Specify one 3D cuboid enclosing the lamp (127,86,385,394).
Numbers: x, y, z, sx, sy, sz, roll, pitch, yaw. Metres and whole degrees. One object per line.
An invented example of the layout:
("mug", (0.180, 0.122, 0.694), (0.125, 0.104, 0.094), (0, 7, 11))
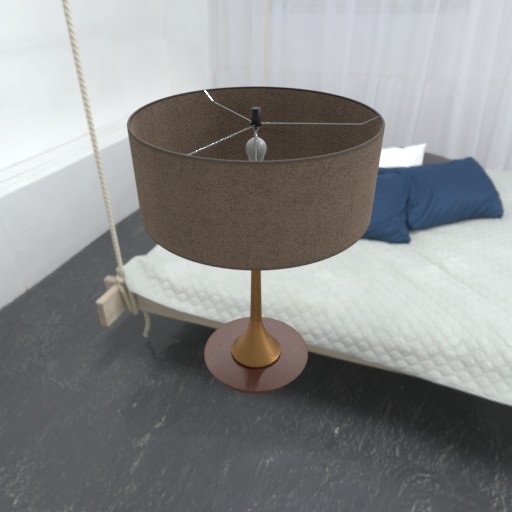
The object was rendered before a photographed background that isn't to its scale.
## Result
("lamp", (0.000, 0.000, 0.844), (0.396, 0.551, 0.417), (0, 33, 0))
